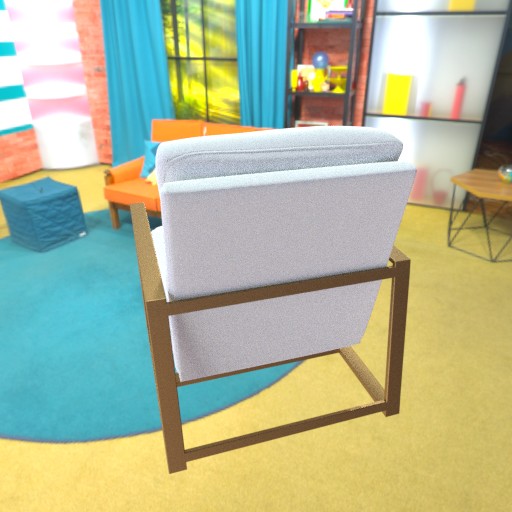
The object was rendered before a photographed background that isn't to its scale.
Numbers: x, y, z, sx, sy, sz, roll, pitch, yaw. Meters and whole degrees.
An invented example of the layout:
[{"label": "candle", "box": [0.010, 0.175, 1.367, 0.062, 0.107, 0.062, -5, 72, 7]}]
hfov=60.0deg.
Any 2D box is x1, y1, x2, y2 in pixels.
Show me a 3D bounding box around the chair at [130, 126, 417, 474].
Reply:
[{"label": "chair", "box": [0.000, 0.000, 1.571, 0.805, 0.966, 0.813, -8, 28, -15]}]
